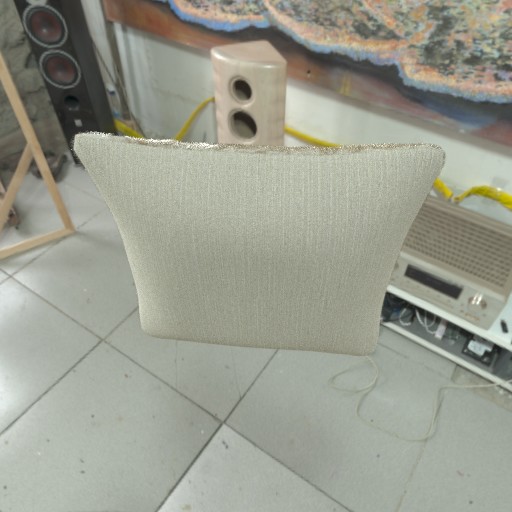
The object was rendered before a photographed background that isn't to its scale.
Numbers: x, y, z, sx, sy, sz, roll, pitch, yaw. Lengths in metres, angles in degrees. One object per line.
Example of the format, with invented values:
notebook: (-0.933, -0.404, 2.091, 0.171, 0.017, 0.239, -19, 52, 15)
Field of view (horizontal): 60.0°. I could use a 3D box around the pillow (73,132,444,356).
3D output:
pillow: (0.000, 0.000, 0.821, 0.538, 0.525, 0.216, 3, 47, 3)
